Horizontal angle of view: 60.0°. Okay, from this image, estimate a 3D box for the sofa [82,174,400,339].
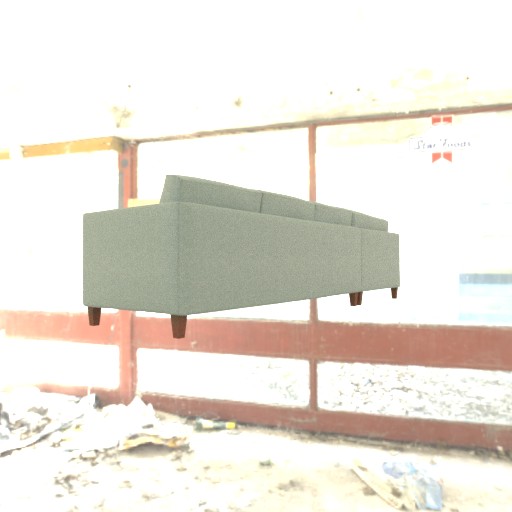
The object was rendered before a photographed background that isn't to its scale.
[{"bbox_3d":[0.000,0.000,4.208,1.600,0.953,3.470,-1,-1,37],"label":"sofa"}]
